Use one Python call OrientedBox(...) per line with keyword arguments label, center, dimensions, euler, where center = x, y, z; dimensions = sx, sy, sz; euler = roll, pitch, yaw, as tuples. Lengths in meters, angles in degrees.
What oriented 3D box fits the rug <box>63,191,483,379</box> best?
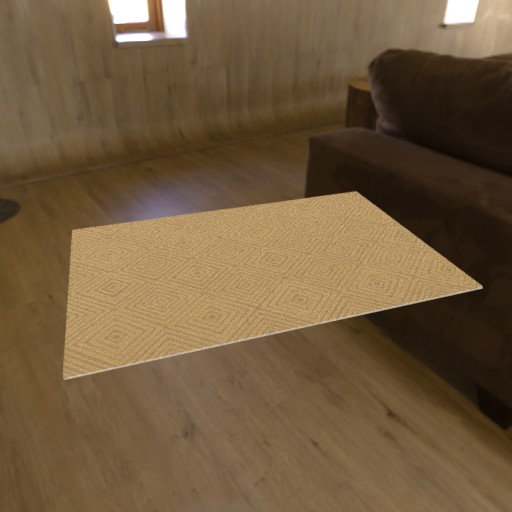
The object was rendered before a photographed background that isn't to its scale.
OrientedBox(label="rug", center=(0.000, 0.000, 2.205), dimensions=(1.753, 0.008, 1.143), euler=(-10, 32, -15))
